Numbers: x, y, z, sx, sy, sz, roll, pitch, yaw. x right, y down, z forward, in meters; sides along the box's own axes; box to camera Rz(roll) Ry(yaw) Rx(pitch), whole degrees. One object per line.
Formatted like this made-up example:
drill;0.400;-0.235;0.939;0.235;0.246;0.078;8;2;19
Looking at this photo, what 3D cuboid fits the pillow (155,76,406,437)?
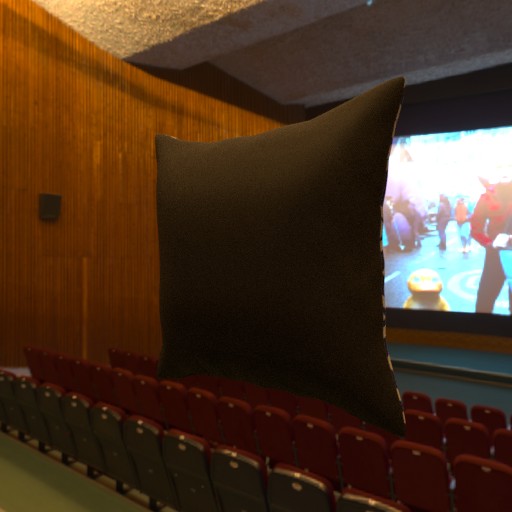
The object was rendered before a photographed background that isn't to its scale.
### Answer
pillow;0.000;0.000;0.752;0.504;0.494;0.188;0;0;36
